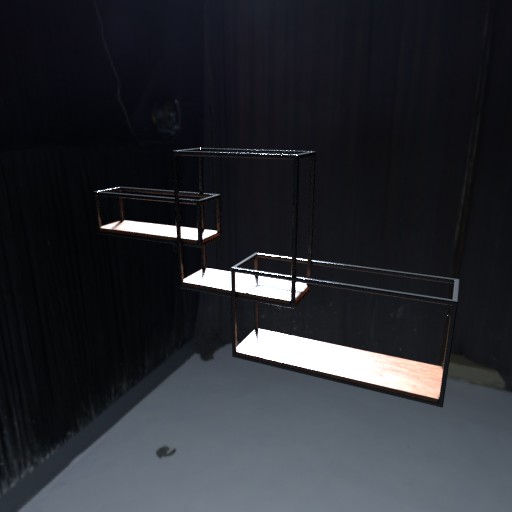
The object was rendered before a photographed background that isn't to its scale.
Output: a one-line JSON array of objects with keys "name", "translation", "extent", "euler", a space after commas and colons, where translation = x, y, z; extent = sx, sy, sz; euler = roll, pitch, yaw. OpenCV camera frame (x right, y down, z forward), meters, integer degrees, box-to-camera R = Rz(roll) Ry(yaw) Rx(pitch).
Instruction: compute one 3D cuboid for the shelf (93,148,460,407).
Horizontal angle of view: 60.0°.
[{"name": "shelf", "translation": [0.000, 0.000, 2.115], "extent": [1.781, 0.972, 0.275], "euler": [8, 19, 24]}]
